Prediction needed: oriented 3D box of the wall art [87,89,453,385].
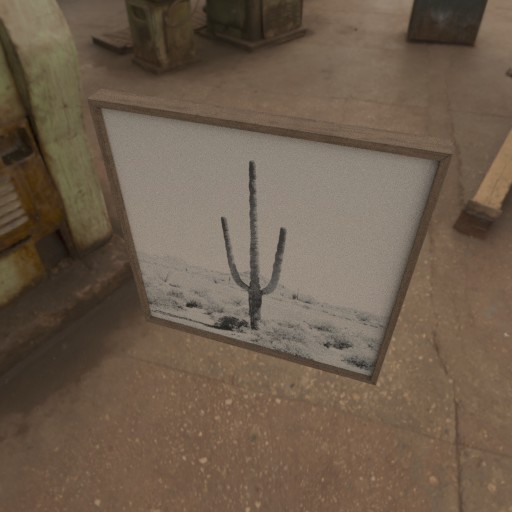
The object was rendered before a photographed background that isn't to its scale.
[{"bbox_3d":[0.000,0.000,0.772,0.508,0.508,0.038,13,44,14],"label":"wall art"}]
